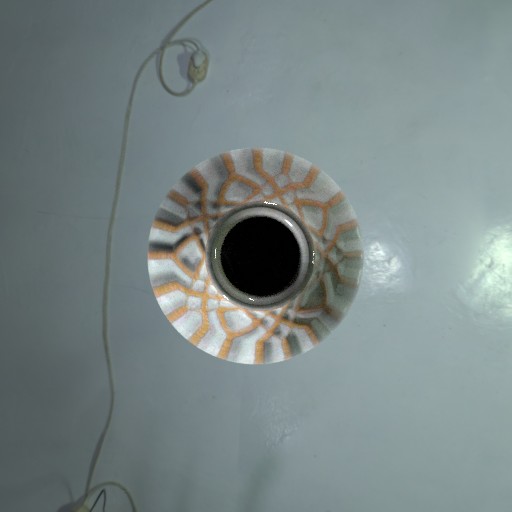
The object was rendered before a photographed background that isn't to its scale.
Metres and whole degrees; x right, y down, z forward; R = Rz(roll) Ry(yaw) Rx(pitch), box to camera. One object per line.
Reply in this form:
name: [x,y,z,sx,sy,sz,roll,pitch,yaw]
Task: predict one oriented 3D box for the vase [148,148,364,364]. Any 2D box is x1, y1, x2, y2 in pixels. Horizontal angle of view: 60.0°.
vase: [0.000,0.000,0.264,0.131,0.175,0.131,0,90,-1]
